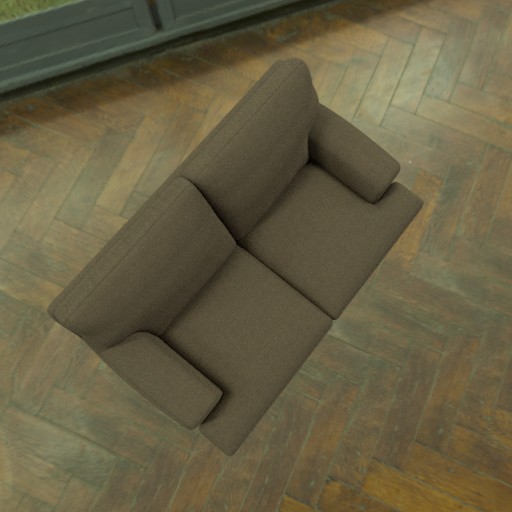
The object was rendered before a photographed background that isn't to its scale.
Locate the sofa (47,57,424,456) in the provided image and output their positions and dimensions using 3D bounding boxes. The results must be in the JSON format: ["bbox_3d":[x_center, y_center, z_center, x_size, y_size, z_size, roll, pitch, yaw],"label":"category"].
[{"bbox_3d":[0.000,0.000,2.468,1.140,0.950,1.869,38,79,9],"label":"sofa"}]
